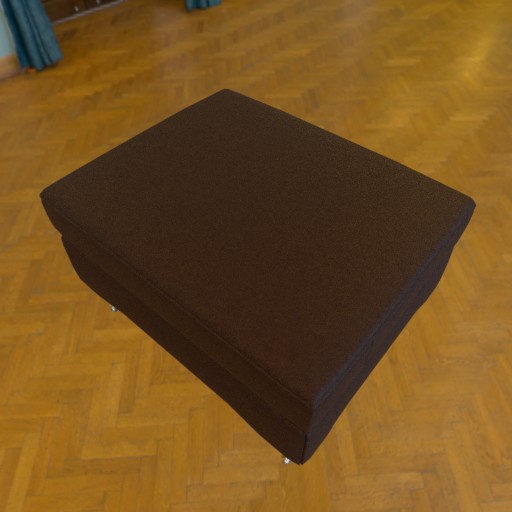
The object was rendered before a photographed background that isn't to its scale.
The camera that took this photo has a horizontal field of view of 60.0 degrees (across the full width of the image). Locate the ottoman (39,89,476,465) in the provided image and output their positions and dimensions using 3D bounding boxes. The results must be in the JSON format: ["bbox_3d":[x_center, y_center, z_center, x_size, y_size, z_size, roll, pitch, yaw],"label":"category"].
[{"bbox_3d":[0.000,0.000,1.736,1.187,0.730,0.967,33,56,25],"label":"ottoman"}]
